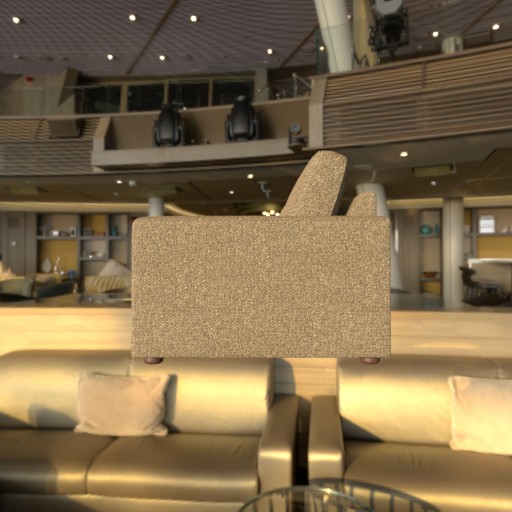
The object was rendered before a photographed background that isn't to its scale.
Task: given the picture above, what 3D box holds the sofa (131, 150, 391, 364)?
[{"bbox_3d":[0.000,0.000,2.745,1.016,0.873,2.179,0,-1,0],"label":"sofa"}]
